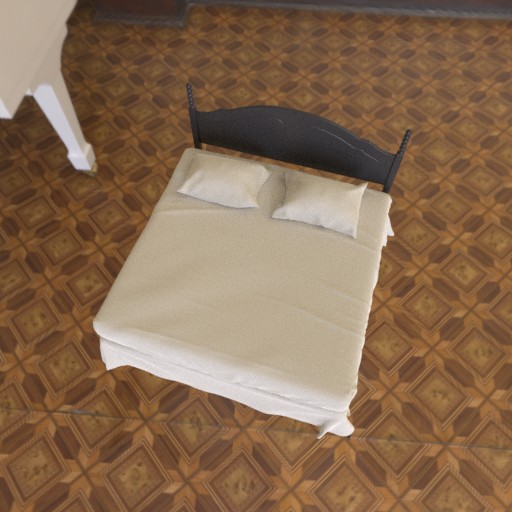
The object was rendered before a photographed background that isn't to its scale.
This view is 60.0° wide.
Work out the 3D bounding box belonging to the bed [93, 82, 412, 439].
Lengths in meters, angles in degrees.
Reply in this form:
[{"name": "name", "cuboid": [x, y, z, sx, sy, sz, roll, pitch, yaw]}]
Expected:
[{"name": "bed", "cuboid": [0.000, 0.000, 3.663, 2.322, 1.355, 2.219, 15, 60, 9]}]
